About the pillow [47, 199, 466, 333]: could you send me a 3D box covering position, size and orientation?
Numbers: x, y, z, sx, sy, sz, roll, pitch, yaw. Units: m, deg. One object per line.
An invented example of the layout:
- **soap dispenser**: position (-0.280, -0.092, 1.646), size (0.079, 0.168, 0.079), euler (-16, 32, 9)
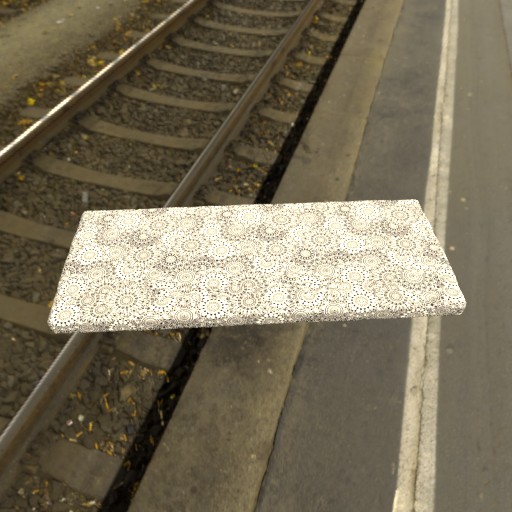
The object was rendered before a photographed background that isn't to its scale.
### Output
- **pillow**: position (0.000, 0.000, 1.379), size (1.187, 0.081, 0.492), euler (-2, 47, -2)
